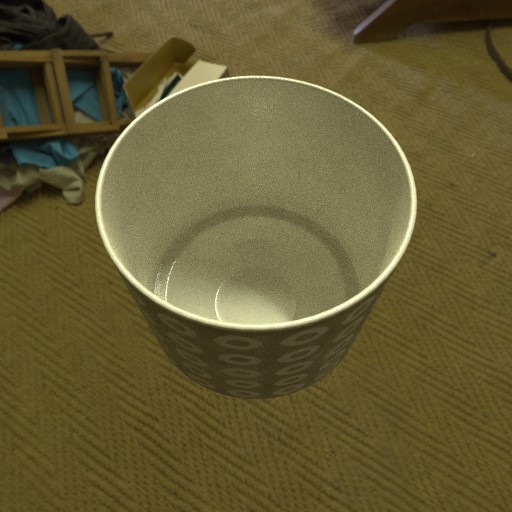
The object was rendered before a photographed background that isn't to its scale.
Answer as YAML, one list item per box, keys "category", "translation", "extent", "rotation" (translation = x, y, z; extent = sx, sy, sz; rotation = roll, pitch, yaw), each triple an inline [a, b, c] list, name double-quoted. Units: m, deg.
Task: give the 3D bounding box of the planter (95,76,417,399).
- category: "planter"
  translation: [0.000, 0.000, 0.343]
  extent: [0.190, 0.181, 0.190]
  rotation: [0, 60, 0]
